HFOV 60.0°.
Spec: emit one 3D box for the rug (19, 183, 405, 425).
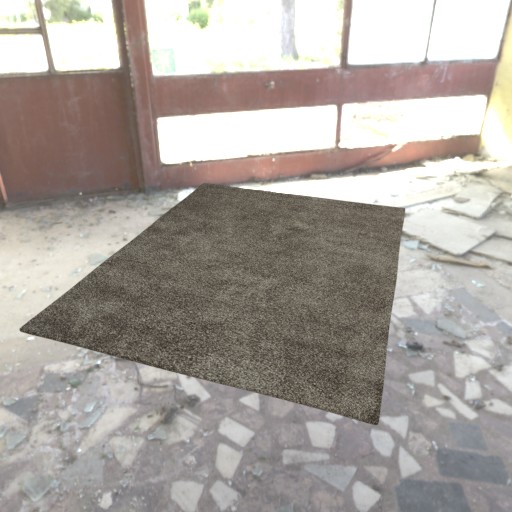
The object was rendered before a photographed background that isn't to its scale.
[{"bbox_3d":[0.000,0.000,3.917,2.401,0.025,3.000,10,31,16],"label":"rug"}]
